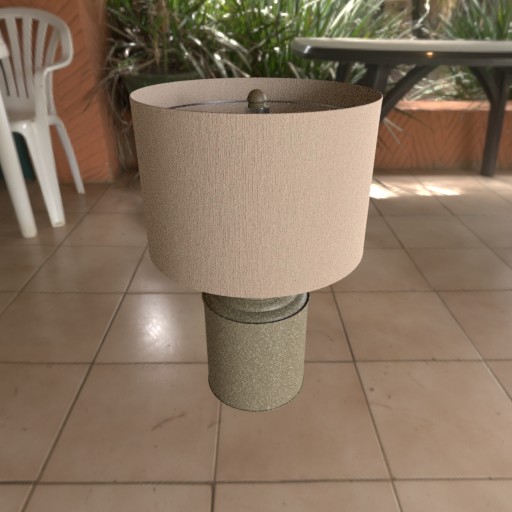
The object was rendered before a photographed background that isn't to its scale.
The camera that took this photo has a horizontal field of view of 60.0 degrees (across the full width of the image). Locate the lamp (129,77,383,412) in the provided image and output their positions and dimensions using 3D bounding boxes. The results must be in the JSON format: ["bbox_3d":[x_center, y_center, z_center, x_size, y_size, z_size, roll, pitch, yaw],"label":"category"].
[{"bbox_3d":[0.000,0.000,0.684,0.318,0.486,0.318,0,28,0],"label":"lamp"}]
